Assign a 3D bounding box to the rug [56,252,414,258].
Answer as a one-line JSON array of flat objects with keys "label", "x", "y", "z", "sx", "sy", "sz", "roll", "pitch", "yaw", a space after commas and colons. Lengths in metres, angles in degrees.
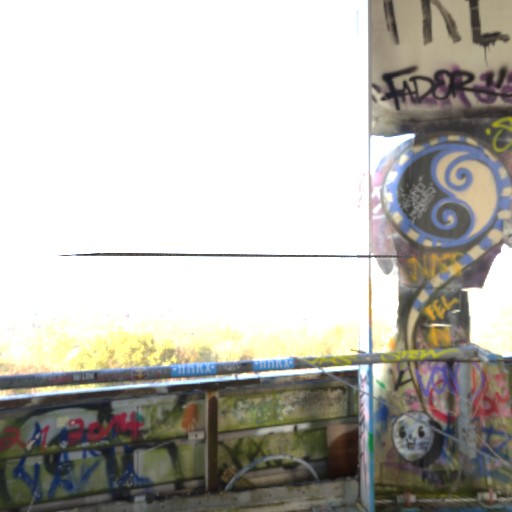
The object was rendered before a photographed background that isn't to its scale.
[{"label": "rug", "x": 0.000, "y": 0.000, "z": 2.858, "sx": 2.378, "sy": 0.018, "sz": 1.324, "roll": 0, "pitch": -1, "yaw": -17}]
